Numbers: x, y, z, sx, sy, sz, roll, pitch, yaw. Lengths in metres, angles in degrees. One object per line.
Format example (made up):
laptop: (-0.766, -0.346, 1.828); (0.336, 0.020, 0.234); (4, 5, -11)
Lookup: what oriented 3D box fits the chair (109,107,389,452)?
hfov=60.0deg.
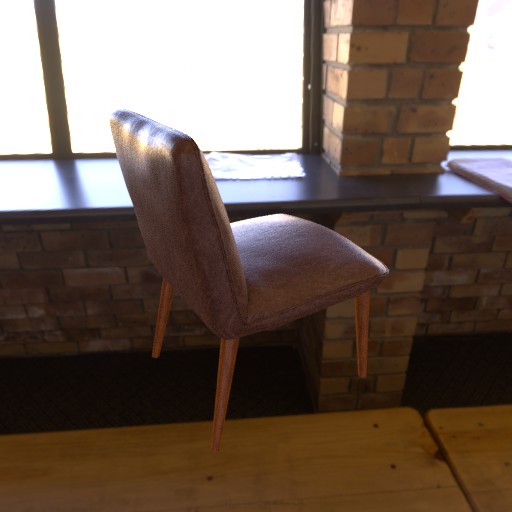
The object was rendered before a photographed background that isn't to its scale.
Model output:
chair: (0.000, 0.000, 1.262); (0.645, 0.803, 0.543); (-18, 32, -32)
